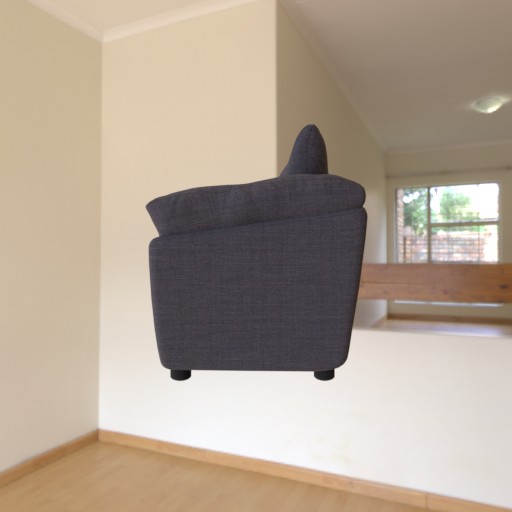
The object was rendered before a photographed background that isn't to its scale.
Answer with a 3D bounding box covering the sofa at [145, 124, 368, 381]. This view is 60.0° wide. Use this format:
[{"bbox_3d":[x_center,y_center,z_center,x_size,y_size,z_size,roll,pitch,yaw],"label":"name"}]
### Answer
[{"bbox_3d":[0.000,0.000,2.854,0.883,1.080,2.336,0,-1,0],"label":"sofa"}]
